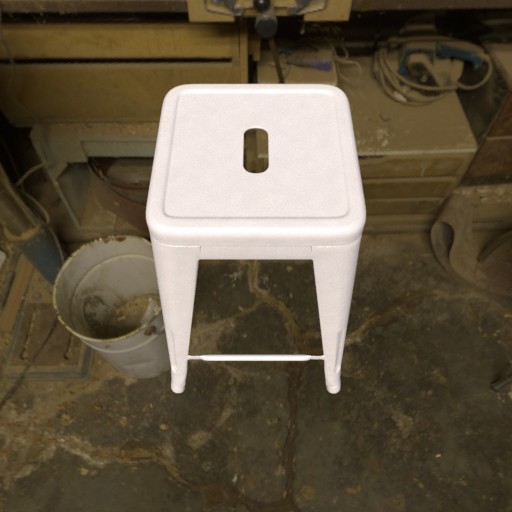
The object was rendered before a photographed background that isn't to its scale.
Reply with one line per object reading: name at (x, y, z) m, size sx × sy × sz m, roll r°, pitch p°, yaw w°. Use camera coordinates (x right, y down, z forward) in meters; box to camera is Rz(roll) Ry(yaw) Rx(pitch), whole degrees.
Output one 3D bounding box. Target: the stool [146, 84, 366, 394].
stool at (0.000, 0.000, 0.901) m, size 0.406 × 0.610 × 0.406 m, roll 0°, pitch 59°, yaw 0°
